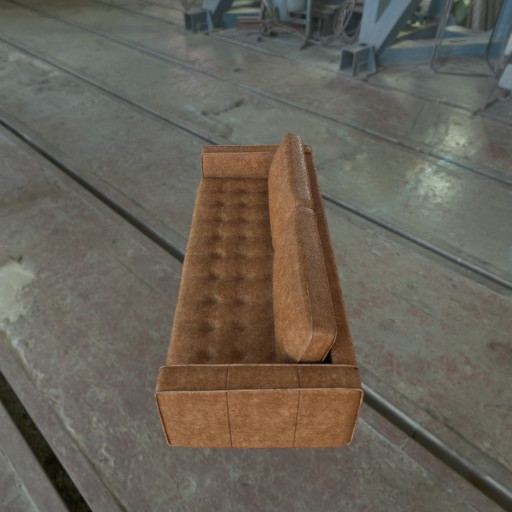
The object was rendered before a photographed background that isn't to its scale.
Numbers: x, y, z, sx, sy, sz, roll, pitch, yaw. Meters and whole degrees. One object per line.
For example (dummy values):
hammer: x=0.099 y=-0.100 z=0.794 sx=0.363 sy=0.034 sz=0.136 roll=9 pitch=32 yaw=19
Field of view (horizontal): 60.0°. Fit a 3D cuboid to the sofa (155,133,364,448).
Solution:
sofa: x=0.000 y=0.000 z=2.729 sx=0.886 sy=0.779 sz=2.199 roll=0 pitch=40 yaw=0
